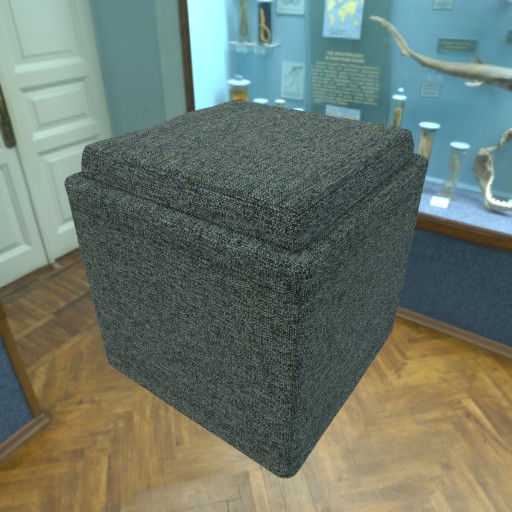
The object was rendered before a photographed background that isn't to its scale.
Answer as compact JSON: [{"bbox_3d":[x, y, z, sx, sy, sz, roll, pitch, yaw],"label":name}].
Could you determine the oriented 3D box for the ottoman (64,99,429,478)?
[{"bbox_3d":[0.000,0.000,0.827,0.450,0.463,0.450,21,38,30],"label":"ottoman"}]
